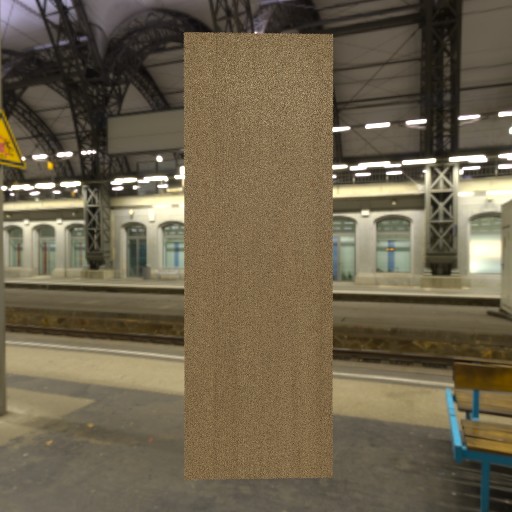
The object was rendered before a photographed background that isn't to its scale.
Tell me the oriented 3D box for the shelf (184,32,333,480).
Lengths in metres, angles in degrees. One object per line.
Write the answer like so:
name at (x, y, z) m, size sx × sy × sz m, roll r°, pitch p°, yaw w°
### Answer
shelf at (0.000, 0.000, 1.079) m, size 0.292 × 0.876 × 0.417 m, roll 0°, pitch 0°, yaw -2°
